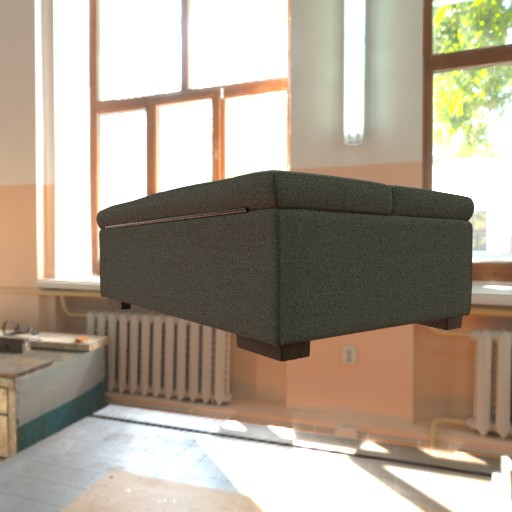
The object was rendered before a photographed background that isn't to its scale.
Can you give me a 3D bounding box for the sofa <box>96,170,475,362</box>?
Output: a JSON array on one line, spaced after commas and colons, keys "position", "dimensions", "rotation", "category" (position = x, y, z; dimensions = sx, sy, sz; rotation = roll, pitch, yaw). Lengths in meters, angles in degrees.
[{"position": [0.000, 0.000, 1.635], "dimensions": [0.817, 0.434, 1.250], "rotation": [-1, 1, -36], "category": "sofa"}]
